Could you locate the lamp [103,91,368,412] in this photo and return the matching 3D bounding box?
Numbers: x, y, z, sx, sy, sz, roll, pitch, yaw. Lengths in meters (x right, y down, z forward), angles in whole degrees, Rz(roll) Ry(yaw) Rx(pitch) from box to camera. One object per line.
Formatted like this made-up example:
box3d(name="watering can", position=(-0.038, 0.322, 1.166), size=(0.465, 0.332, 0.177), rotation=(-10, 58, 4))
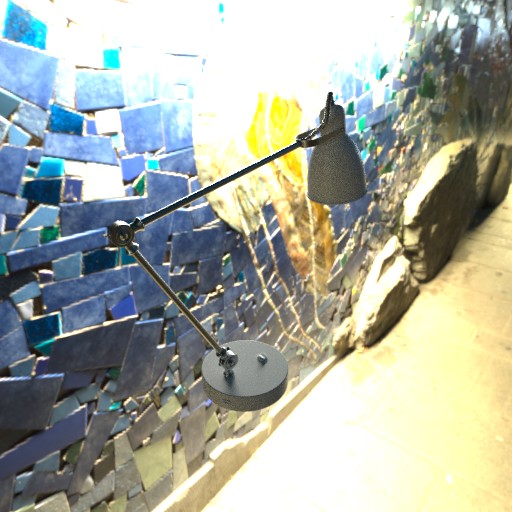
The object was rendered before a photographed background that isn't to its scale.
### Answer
box3d(name="lamp", position=(0.000, 0.000, 0.862), size=(0.561, 0.587, 0.187), rotation=(-18, 31, -33))
